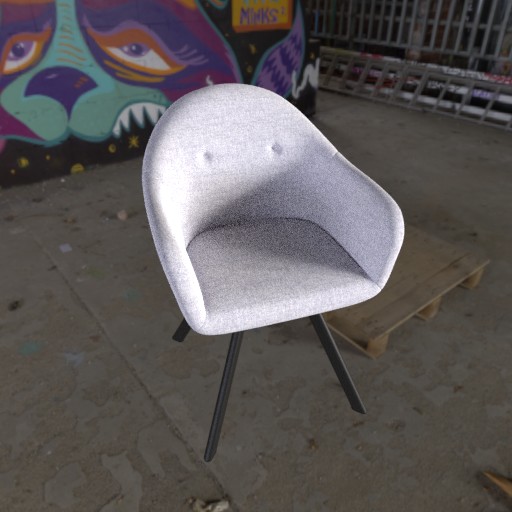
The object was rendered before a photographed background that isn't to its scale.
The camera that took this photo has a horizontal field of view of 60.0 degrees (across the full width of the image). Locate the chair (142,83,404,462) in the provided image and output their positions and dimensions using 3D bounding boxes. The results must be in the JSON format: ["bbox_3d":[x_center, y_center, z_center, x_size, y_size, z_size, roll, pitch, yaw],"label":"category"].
[{"bbox_3d":[0.000,0.000,1.182,0.540,0.780,0.570,-10,34,-16],"label":"chair"}]
